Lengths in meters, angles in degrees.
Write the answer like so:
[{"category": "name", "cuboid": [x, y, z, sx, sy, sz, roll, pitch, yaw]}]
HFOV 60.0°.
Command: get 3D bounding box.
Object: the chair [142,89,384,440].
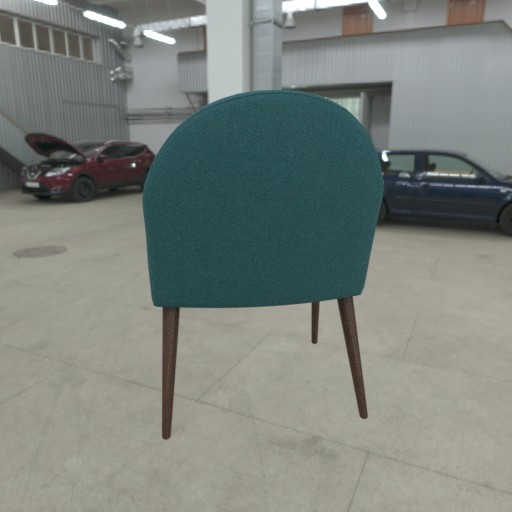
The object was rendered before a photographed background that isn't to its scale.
[{"category": "chair", "cuboid": [0.000, 0.000, 1.376, 0.656, 0.907, 0.652, -2, 15, -9]}]
